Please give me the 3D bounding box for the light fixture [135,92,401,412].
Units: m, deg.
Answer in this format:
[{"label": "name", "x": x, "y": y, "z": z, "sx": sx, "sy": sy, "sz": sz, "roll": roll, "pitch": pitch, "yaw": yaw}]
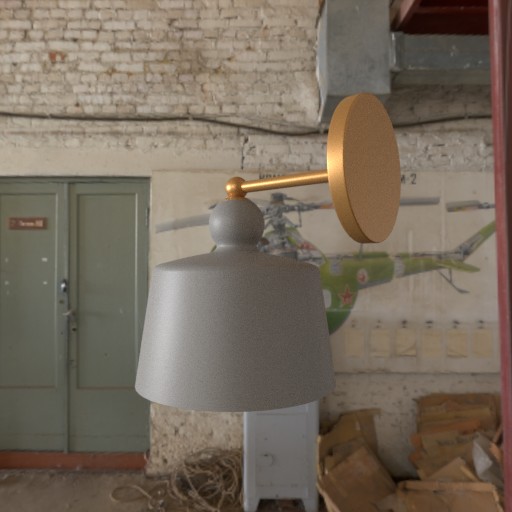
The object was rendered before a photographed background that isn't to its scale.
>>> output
[{"label": "light fixture", "x": 0.000, "y": 0.000, "z": 0.449, "sx": 0.254, "sy": 0.268, "sz": 0.204, "roll": -1, "pitch": -2, "yaw": 37}]
